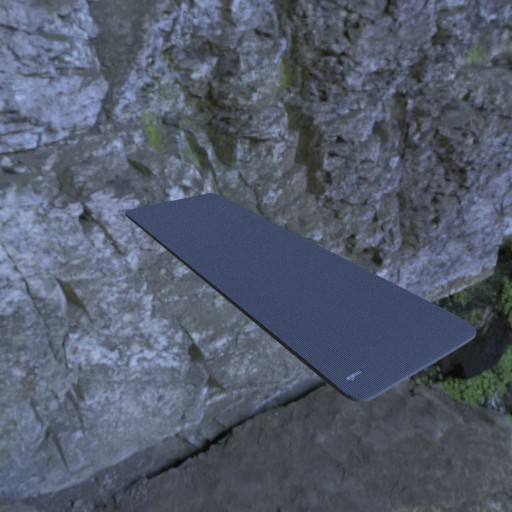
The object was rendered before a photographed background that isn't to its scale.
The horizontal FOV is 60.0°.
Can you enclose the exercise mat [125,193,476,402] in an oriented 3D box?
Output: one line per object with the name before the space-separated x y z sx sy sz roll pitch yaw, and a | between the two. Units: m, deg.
exercise mat | 0.000 0.000 2.082 0.616 0.021 1.884 -17 31 -31
